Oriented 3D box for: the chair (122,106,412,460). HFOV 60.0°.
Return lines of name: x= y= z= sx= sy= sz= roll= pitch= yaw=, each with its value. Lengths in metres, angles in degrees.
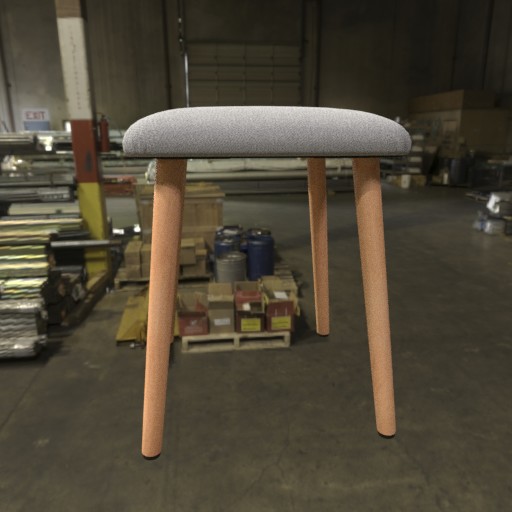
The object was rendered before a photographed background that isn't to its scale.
chair: x=0.000 y=0.000 z=0.695 sx=0.350 sy=0.440 sz=0.350 roll=-2 pitch=15 yaw=-7
